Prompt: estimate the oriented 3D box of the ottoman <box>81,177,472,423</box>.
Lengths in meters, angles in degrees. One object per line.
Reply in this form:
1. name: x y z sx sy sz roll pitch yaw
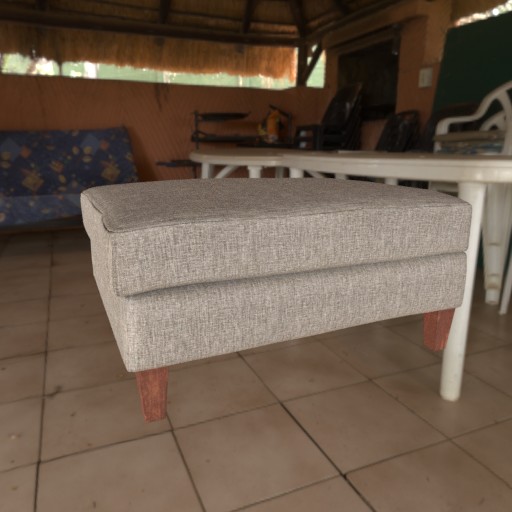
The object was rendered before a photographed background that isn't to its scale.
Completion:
1. ottoman: 0.000 0.000 1.432 0.994 0.492 0.839 -6 16 -24
